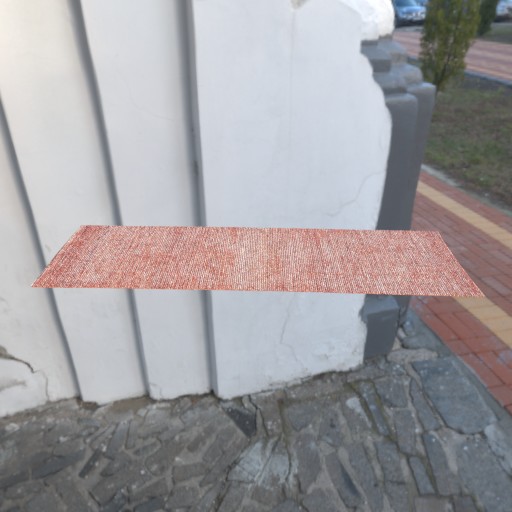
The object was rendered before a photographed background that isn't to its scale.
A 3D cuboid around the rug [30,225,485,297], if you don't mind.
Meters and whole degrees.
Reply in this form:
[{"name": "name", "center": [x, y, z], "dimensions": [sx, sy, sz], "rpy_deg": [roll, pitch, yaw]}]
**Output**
[{"name": "rug", "center": [0.000, 0.000, 2.593], "dimensions": [2.353, 0.013, 0.718], "rpy_deg": [1, 31, 2]}]
